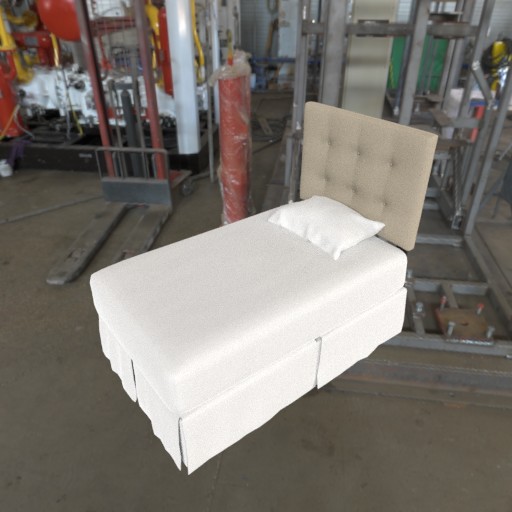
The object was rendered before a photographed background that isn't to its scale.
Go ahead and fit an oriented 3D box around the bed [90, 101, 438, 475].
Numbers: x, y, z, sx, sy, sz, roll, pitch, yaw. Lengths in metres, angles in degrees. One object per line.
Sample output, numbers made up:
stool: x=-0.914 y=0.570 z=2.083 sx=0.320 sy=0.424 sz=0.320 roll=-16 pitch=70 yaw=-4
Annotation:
bed: x=0.000 y=0.000 z=2.997 sx=1.997 sy=1.571 sz=1.261 roll=-22 pitch=38 yaw=-31
